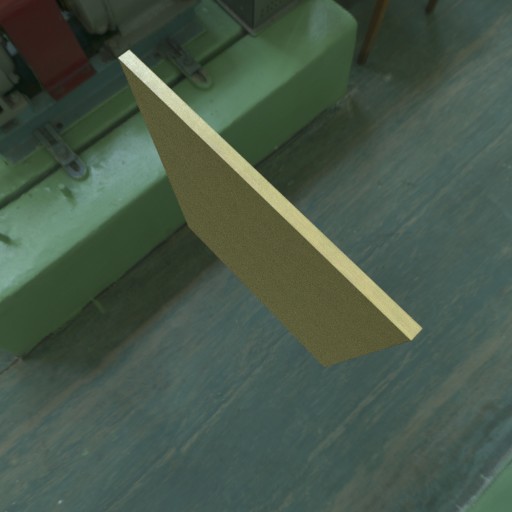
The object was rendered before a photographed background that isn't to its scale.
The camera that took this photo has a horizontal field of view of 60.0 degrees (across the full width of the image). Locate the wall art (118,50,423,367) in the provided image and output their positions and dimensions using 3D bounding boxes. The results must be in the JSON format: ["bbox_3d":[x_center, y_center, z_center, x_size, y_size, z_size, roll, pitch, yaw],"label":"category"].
[{"bbox_3d":[0.000,0.000,1.319,0.030,1.002,0.798,-42,78,-11],"label":"wall art"}]
